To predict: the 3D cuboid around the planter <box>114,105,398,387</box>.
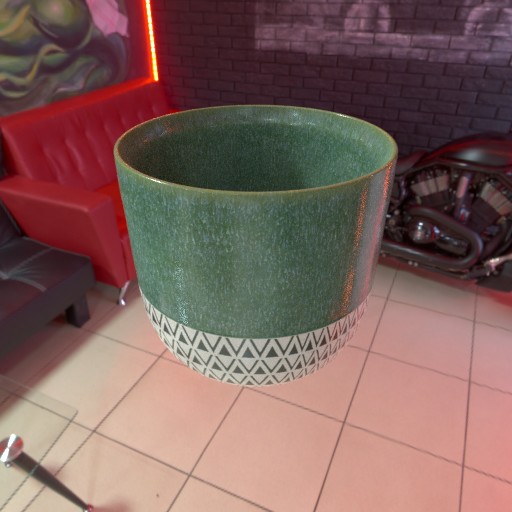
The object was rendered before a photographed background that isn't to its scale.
[{"bbox_3d":[0.000,0.000,0.499,0.266,0.270,0.266,0,32,0],"label":"planter"}]
